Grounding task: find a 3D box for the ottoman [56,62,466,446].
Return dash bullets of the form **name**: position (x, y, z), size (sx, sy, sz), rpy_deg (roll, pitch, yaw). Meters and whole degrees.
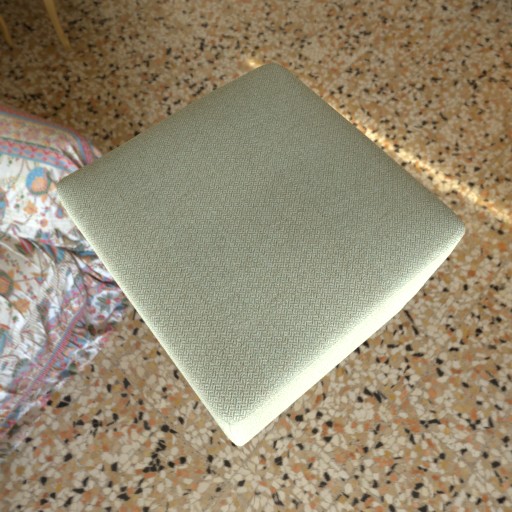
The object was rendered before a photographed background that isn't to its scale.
- **ottoman**: position (0.000, 0.000, 0.917), size (0.512, 0.453, 0.521), rpy_deg (-36, 69, -16)
